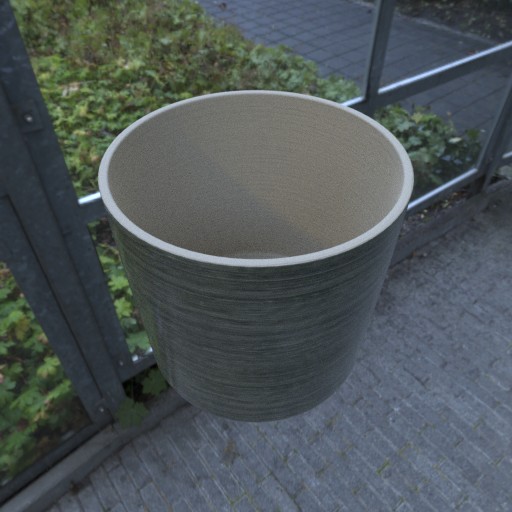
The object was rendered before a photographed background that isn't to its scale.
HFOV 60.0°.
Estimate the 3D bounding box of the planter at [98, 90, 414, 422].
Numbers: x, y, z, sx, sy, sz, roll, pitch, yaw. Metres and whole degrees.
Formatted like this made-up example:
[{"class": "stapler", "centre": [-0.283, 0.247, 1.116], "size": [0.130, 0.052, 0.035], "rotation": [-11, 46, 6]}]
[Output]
[{"class": "planter", "centre": [0.000, 0.000, 0.390], "size": [0.221, 0.201, 0.221], "rotation": [0, 45, 0]}]
